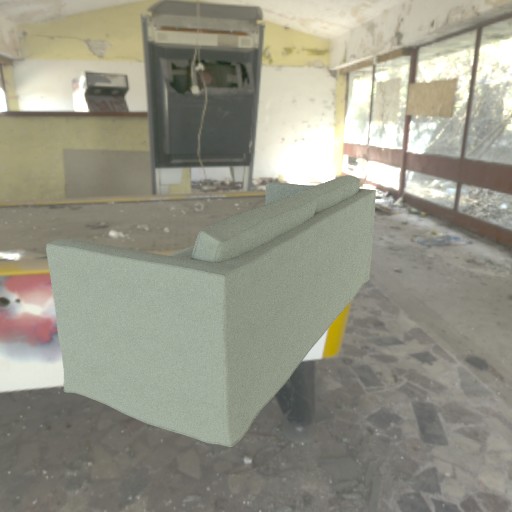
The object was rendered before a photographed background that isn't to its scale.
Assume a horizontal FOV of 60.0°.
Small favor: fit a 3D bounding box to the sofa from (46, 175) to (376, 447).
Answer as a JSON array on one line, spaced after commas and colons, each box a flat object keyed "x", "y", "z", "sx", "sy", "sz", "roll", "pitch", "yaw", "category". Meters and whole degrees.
[{"x": 0.000, "y": 0.000, "z": 2.775, "sx": 0.962, "sy": 0.853, "sz": 2.312, "roll": 9, "pitch": 19, "yaw": 26, "category": "sofa"}]
